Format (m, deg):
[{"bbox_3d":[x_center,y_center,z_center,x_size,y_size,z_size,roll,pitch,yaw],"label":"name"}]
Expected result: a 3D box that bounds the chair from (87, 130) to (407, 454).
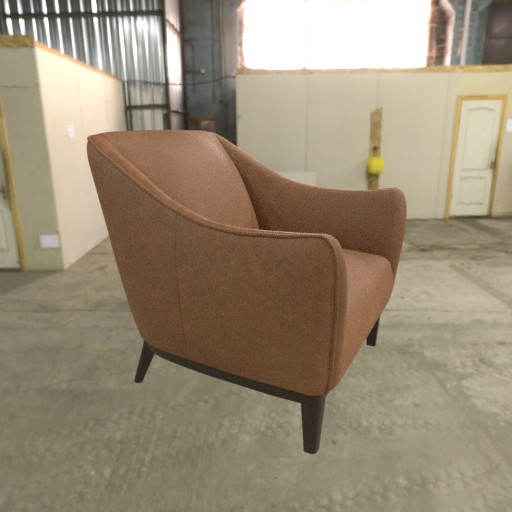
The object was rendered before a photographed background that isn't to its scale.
[{"bbox_3d":[0.000,0.000,1.524,0.852,0.830,0.871,8,18,26],"label":"chair"}]
